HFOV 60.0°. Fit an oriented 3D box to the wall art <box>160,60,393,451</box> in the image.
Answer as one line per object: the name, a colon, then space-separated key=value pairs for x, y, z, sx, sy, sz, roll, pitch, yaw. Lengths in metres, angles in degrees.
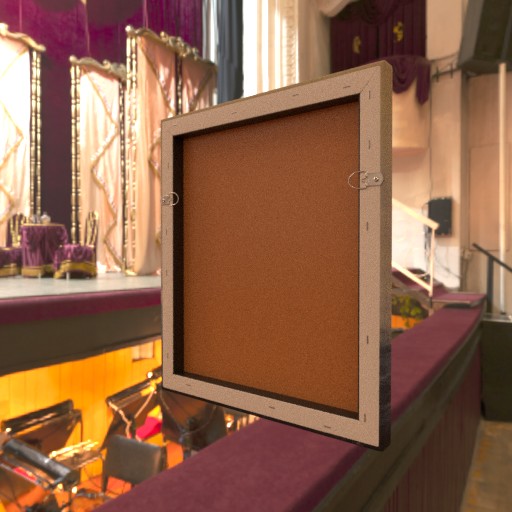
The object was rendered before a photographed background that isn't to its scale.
wall art: x=0.000 y=0.000 z=0.995 sx=0.608 sy=0.710 sz=0.041 roll=1 pitch=1 yaw=37
